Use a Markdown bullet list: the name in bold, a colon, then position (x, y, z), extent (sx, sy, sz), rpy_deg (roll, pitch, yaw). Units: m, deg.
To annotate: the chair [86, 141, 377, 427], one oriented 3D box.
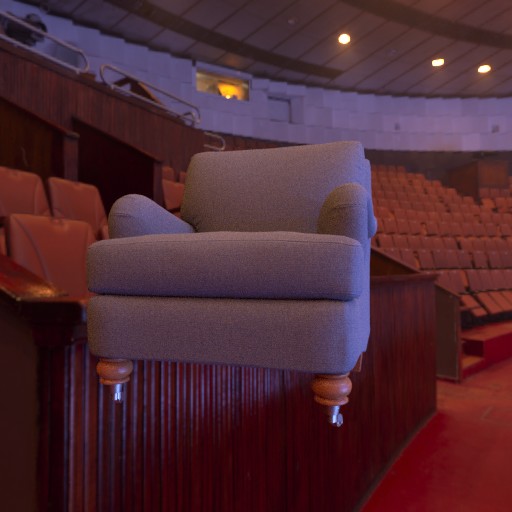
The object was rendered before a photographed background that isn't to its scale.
- **chair**: position (0.000, 0.000, 1.834), extent (0.955, 1.038, 1.070), rpy_deg (0, -1, 17)
